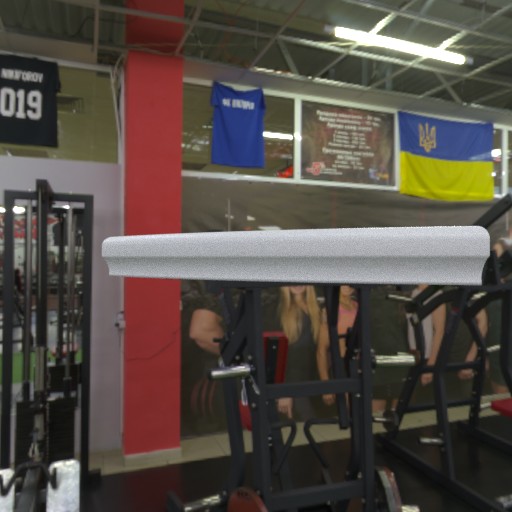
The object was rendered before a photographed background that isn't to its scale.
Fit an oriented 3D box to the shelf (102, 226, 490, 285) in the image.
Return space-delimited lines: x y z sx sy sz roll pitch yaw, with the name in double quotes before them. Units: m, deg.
"shelf" 0.000 0.000 0.464 0.310 0.050 0.310 0 0 -18
